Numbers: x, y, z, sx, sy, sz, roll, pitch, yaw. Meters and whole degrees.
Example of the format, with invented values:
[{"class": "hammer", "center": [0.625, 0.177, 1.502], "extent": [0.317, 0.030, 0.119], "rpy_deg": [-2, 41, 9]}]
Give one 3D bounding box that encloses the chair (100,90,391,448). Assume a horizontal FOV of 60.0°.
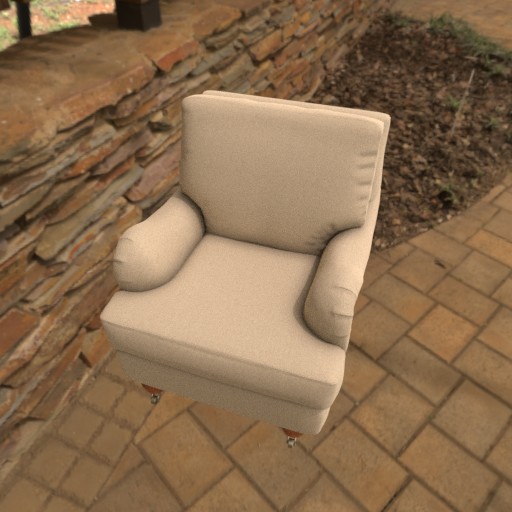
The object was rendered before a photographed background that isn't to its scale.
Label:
[{"class": "chair", "center": [0.000, 0.000, 1.844], "extent": [0.895, 1.076, 1.078], "rpy_deg": [12, 43, 14]}]
